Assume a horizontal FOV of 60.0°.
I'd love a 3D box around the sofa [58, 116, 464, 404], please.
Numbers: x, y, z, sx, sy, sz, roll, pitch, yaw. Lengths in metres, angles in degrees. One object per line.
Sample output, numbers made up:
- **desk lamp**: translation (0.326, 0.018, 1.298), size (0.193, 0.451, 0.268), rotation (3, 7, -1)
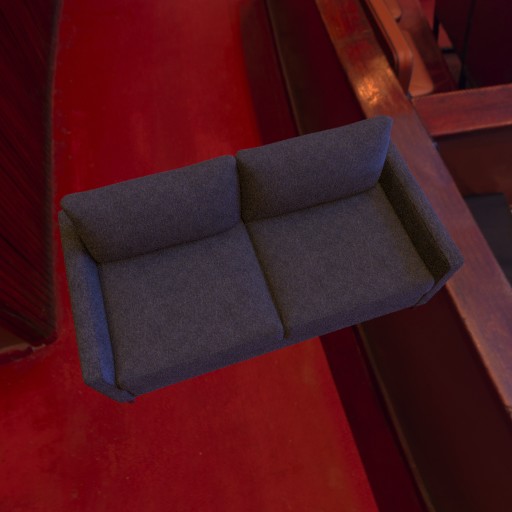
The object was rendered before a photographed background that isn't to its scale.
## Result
- **sofa**: translation (0.000, 0.000, 2.186), size (1.716, 0.862, 0.866), rotation (-16, 64, -8)
